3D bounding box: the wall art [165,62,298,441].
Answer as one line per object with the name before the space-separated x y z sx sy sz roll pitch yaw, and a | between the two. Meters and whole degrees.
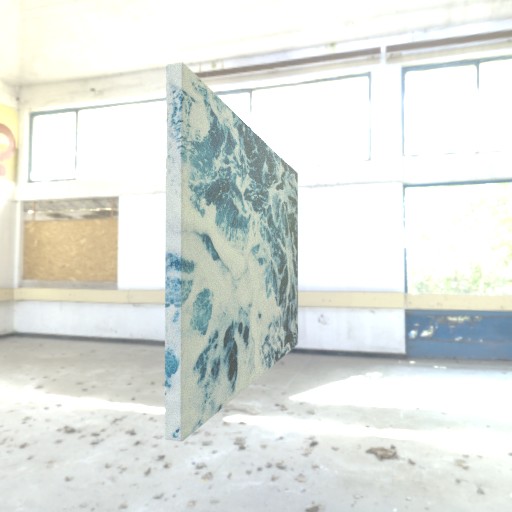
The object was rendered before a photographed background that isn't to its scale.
wall art | 0.000 0.000 1.914 0.055 1.017 1.524 0 -1 17
